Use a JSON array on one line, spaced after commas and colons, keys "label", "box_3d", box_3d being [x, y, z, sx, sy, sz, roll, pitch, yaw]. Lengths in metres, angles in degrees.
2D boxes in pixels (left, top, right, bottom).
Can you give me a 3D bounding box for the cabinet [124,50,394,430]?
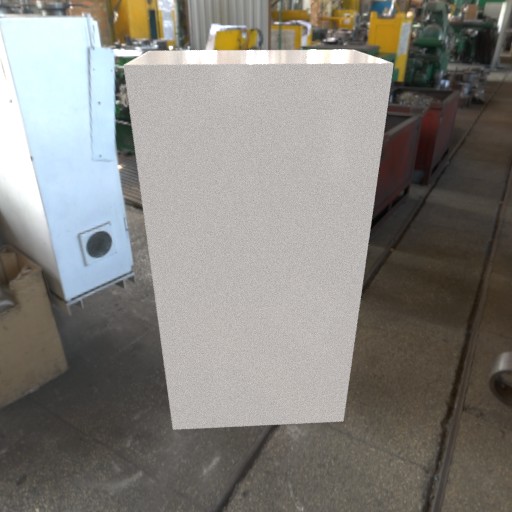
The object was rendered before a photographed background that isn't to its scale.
[{"label": "cabinet", "box_3d": [0.000, 0.000, 2.327, 0.980, 1.920, 0.580, -2, 29, -3]}]
